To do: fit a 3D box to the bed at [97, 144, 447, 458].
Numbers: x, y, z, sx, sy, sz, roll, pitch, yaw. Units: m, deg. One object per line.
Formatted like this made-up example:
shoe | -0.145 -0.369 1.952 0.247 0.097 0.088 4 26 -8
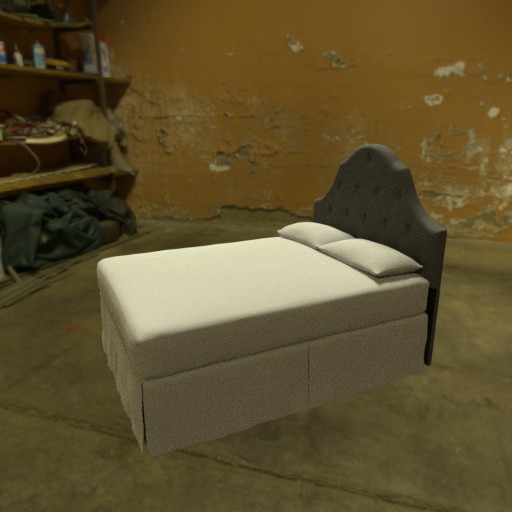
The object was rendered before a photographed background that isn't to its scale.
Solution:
bed | 0.000 0.000 3.274 2.155 1.575 1.636 -8 18 -25
